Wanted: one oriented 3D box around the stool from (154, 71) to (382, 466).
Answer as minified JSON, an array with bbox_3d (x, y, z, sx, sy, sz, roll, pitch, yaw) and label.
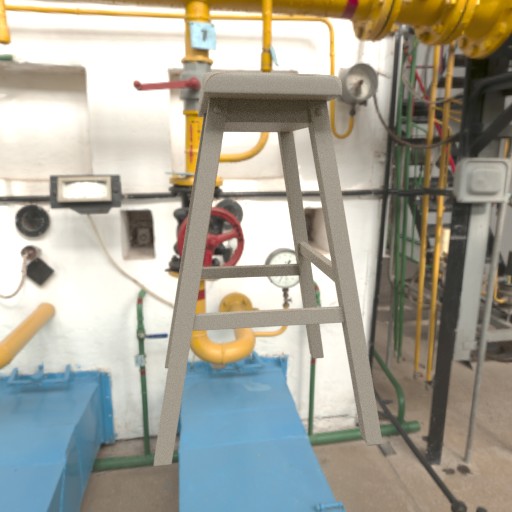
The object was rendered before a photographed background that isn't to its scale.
[{"bbox_3d":[0.000,0.000,1.049,0.476,0.737,0.457,-2,13,-8],"label":"stool"}]
